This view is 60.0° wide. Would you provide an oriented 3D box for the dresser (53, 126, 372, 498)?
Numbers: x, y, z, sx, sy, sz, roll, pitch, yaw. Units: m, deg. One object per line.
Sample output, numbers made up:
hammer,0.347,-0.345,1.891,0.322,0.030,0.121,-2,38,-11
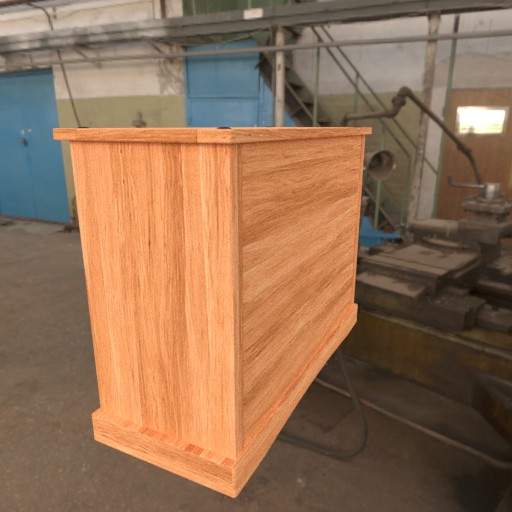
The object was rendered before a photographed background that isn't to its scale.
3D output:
dresser,0.000,0.000,1.321,0.410,0.740,0.990,8,18,26
